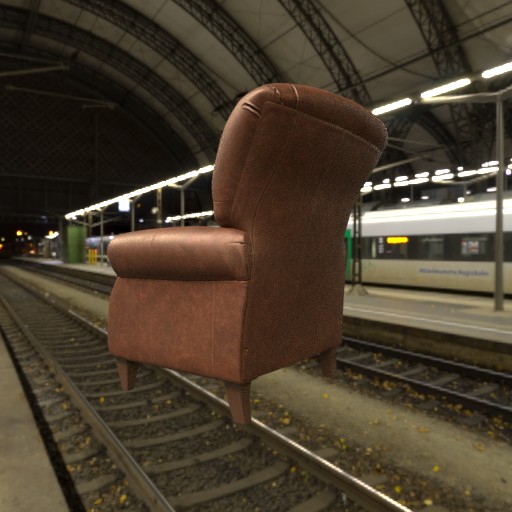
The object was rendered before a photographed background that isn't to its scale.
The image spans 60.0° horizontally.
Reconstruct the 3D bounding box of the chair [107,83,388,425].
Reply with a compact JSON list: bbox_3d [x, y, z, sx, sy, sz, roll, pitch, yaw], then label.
[{"bbox_3d":[0.000,0.000,1.950,1.031,1.162,0.979,1,1,36],"label":"chair"}]
